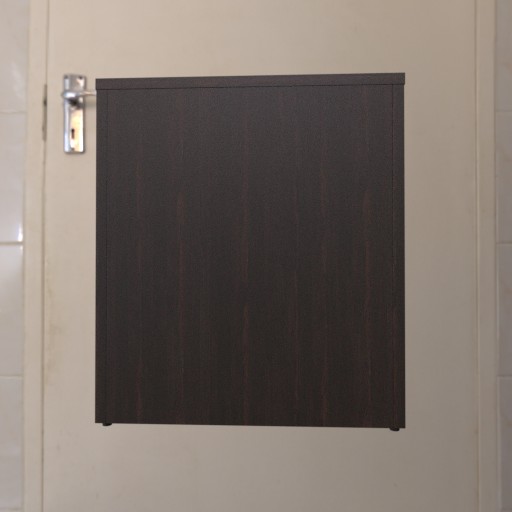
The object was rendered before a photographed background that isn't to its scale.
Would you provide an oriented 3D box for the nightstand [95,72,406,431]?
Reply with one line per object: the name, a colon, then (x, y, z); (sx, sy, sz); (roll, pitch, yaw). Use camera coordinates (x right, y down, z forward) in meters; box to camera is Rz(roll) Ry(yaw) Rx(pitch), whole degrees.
nightstand: (0.000, 0.000, 0.799); (0.400, 0.460, 0.461); (0, -1, 3)
